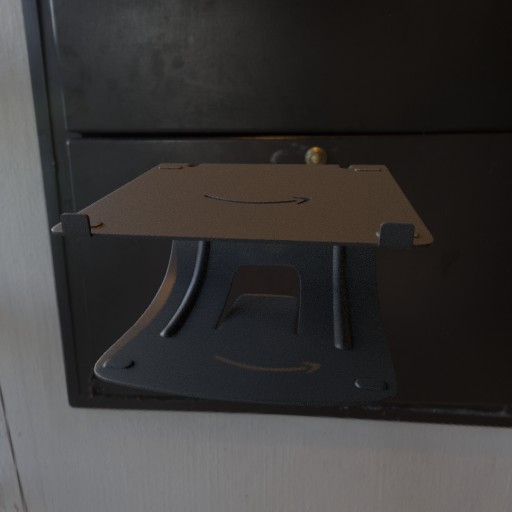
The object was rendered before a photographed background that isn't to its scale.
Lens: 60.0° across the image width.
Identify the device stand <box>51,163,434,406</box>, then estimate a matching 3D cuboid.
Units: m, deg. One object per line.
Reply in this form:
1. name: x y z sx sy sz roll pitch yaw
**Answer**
1. device stand: 0.000 0.000 0.404 0.256 0.155 0.236 2 15 9
